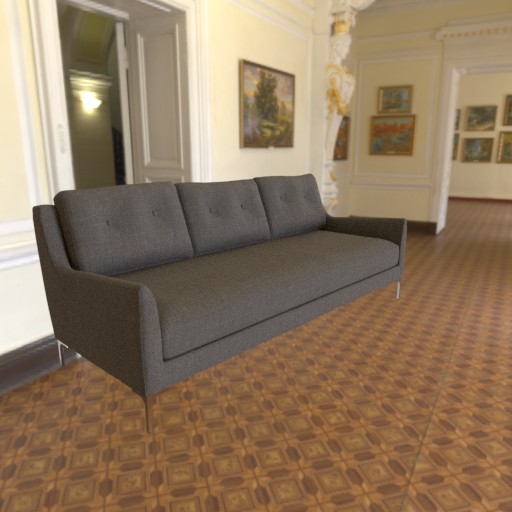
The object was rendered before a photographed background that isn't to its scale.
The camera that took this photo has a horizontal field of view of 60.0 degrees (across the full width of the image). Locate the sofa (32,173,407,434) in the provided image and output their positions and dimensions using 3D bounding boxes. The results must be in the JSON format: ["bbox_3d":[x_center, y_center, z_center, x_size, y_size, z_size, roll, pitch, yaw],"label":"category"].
[{"bbox_3d":[0.000,0.000,2.490,0.849,0.837,2.060,13,19,42],"label":"sofa"}]
